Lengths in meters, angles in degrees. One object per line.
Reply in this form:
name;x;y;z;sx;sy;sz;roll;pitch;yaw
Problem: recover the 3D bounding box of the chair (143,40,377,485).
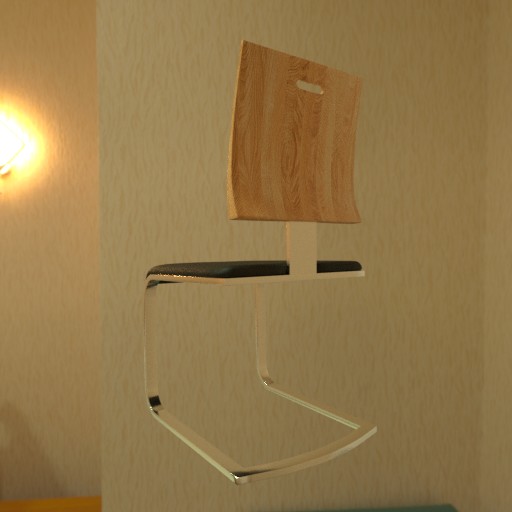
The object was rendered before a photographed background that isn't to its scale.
chair;0.000;0.000;1.237;0.462;0.936;0.560;-1;2;-36
